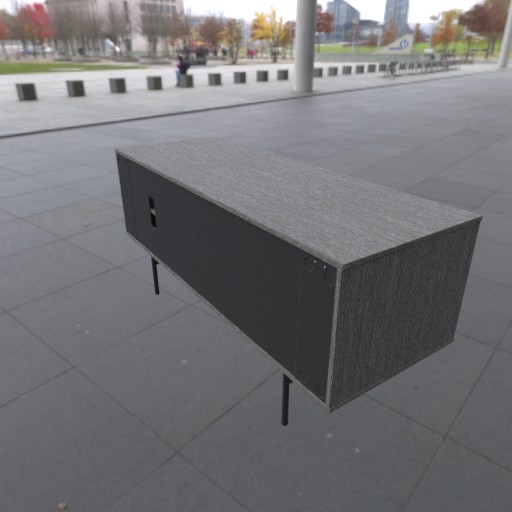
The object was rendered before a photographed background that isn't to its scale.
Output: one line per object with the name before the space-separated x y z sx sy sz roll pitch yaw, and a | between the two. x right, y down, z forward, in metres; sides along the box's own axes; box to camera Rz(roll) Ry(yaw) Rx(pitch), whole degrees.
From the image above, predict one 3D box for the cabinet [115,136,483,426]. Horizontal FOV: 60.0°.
cabinet | 0.000 0.000 1.581 0.500 0.599 1.300 -16 30 -31
